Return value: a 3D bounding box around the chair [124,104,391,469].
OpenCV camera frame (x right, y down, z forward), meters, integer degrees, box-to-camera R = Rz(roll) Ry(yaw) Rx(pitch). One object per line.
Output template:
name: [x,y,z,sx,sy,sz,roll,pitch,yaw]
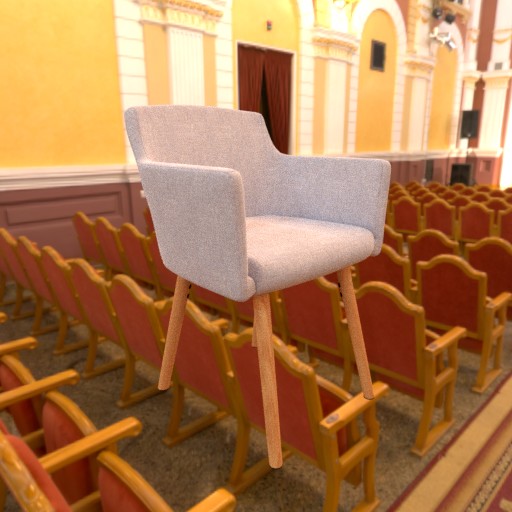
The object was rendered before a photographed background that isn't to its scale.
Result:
chair: [0.000,0.000,1.174,0.570,0.780,0.540,-14,21,-43]
